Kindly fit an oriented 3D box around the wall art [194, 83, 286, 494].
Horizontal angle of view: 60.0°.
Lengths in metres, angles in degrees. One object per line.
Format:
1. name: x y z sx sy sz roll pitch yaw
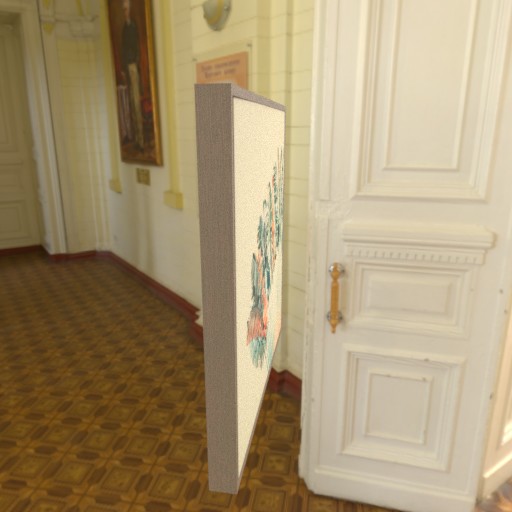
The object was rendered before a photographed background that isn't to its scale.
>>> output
1. wall art: 0.000 0.000 0.757 0.038 0.506 0.508 3 16 10
